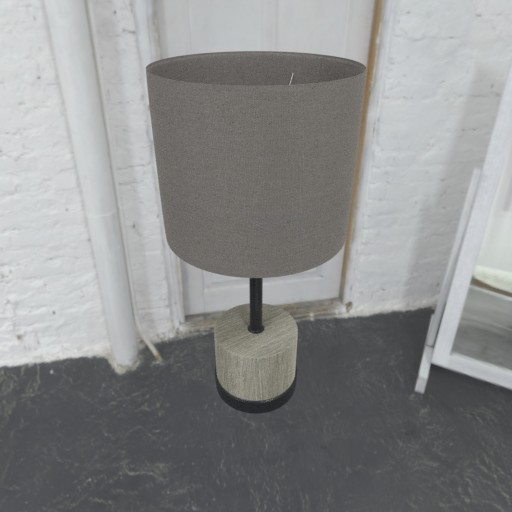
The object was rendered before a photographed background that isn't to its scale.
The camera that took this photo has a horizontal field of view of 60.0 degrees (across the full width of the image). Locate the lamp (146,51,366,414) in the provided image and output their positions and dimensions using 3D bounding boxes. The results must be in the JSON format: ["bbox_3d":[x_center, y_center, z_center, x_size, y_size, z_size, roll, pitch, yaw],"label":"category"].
[{"bbox_3d":[0.000,0.000,0.588,0.229,0.470,0.229,-20,37,-29],"label":"lamp"}]
